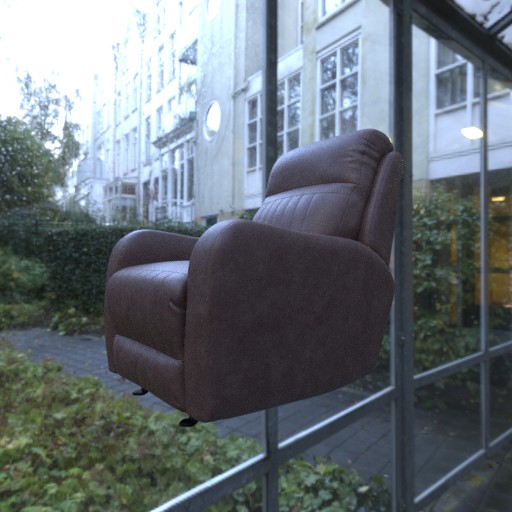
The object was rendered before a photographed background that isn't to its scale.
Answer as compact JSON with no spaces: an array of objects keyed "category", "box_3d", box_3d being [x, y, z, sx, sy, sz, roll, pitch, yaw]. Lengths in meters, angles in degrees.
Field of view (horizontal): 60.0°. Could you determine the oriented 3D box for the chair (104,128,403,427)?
[{"category":"chair","box_3d":[0.000,0.000,1.828,1.067,1.067,0.865,0,0,-37]}]
